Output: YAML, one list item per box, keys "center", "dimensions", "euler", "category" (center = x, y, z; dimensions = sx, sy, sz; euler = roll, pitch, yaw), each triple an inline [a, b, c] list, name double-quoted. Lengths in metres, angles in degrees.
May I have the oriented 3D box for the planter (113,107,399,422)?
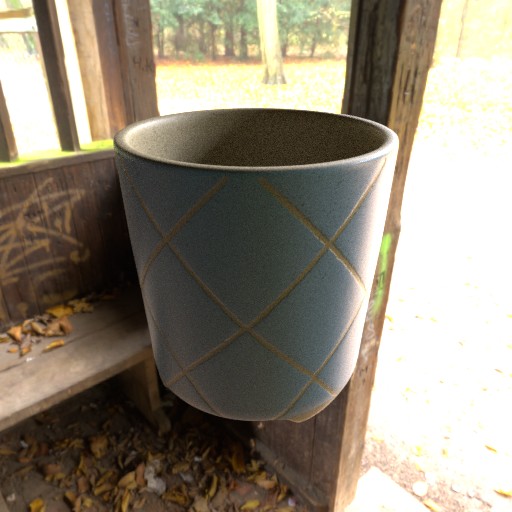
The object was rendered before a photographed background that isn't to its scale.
- center: [0.000, 0.000, 0.420]
  dimensions: [0.227, 0.235, 0.227]
  euler: [0, 28, 0]
  category: "planter"
